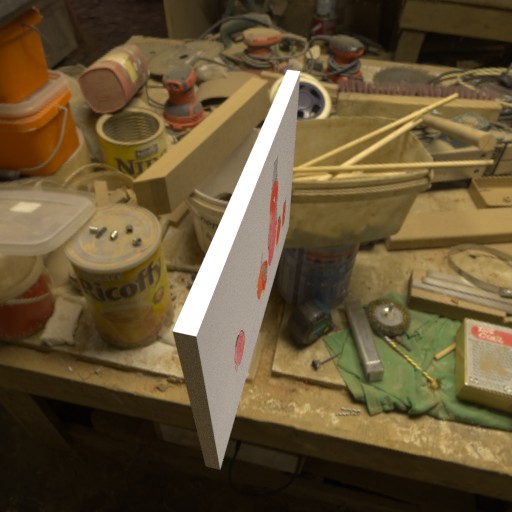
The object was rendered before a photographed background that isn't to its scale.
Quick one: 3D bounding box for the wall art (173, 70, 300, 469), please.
[{"bbox_3d":[0.000,0.000,1.194,0.038,0.609,0.914,10,48,9],"label":"wall art"}]
